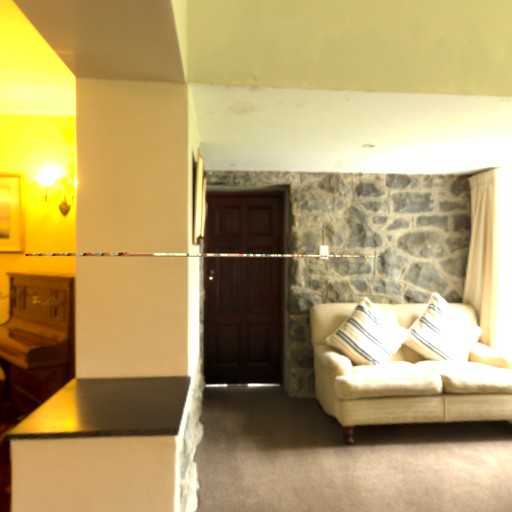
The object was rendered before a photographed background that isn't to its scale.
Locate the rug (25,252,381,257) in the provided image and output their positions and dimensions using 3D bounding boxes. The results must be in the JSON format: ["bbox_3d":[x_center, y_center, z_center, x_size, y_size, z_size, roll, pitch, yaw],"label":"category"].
[{"bbox_3d":[0.000,0.000,2.938,0.763,0.015,2.682,0,0,36],"label":"rug"}]
